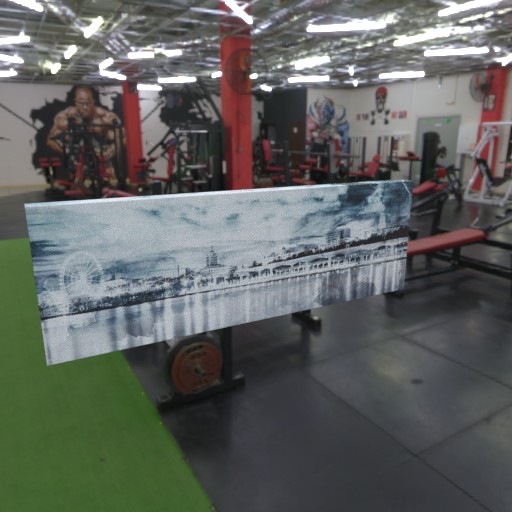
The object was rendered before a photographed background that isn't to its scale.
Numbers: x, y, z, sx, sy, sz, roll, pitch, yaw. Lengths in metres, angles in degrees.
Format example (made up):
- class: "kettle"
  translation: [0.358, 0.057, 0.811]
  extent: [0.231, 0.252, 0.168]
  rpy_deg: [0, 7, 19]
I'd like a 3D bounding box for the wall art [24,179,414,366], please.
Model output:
- class: "wall art"
  translation: [0.000, 0.000, 0.847]
  extent: [0.759, 0.251, 0.037]
  rpy_deg: [-8, 18, -27]
